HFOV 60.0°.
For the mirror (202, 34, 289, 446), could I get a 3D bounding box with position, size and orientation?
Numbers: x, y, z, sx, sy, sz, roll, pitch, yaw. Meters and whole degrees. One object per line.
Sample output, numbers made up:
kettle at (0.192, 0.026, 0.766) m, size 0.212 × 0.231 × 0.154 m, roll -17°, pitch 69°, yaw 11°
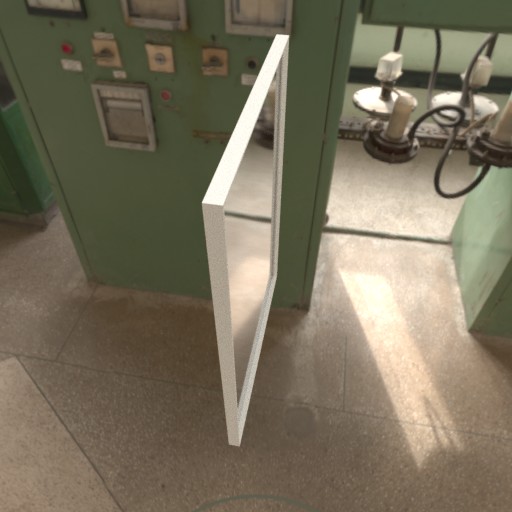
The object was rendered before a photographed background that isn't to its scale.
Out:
mirror at (0.000, 0.000, 1.351) m, size 0.041 × 1.016 × 0.762 m, roll 8°, pitch 46°, yaw 8°
